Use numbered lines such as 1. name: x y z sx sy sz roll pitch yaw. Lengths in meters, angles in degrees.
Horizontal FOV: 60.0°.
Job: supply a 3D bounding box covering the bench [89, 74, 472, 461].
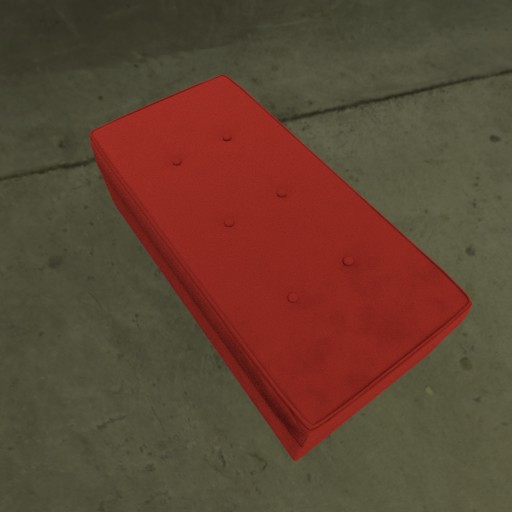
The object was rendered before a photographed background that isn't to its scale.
1. bench: 0.000 0.000 1.298 0.492 0.471 1.016 -31 62 -18
